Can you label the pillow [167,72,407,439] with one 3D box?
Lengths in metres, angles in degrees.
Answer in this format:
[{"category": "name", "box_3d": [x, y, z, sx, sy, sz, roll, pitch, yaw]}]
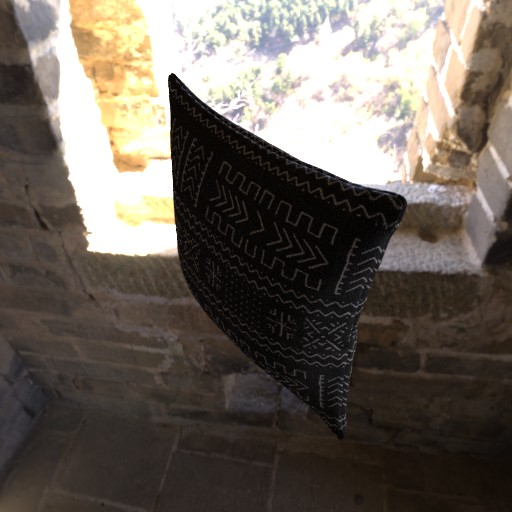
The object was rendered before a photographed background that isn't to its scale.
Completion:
[{"category": "pillow", "box_3d": [0.000, 0.000, 0.659, 0.164, 0.430, 0.438, -26, 47, -27]}]
